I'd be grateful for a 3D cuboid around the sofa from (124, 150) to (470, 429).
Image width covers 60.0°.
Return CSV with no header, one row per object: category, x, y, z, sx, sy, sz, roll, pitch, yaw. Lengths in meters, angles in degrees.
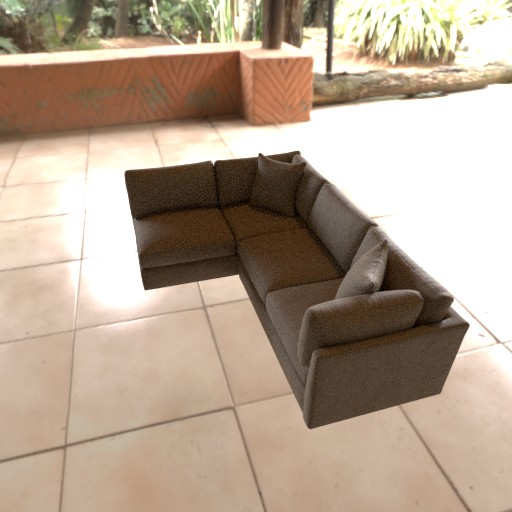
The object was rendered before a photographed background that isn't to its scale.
sofa,0.000,0.000,3.849,1.994,0.978,2.896,-9,34,-14
